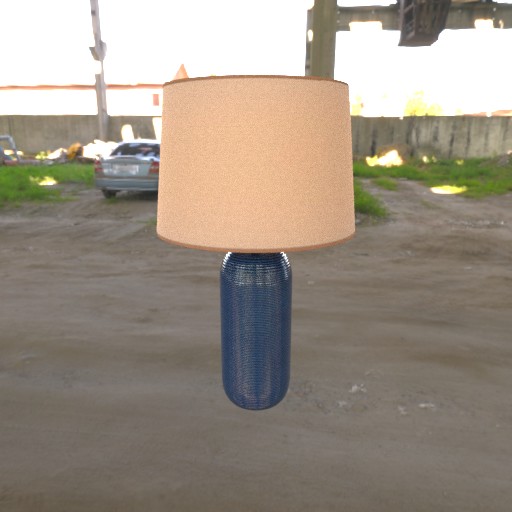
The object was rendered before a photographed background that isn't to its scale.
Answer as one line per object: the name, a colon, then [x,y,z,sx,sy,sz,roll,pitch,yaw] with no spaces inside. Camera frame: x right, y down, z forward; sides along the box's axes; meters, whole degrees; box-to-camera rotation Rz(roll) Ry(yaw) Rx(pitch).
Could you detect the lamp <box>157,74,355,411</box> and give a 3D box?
lamp: [0.000,0.000,0.851,0.367,0.609,0.367,0,15,0]
